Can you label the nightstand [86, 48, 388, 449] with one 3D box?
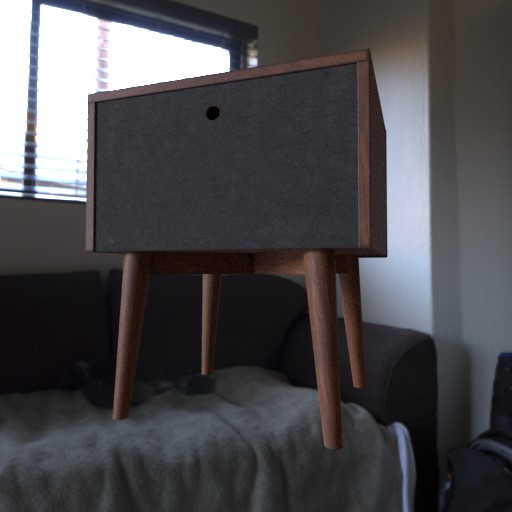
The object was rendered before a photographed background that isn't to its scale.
[{"bbox_3d":[0.000,0.000,0.952,0.521,0.607,0.445,-1,-2,19],"label":"nightstand"}]
